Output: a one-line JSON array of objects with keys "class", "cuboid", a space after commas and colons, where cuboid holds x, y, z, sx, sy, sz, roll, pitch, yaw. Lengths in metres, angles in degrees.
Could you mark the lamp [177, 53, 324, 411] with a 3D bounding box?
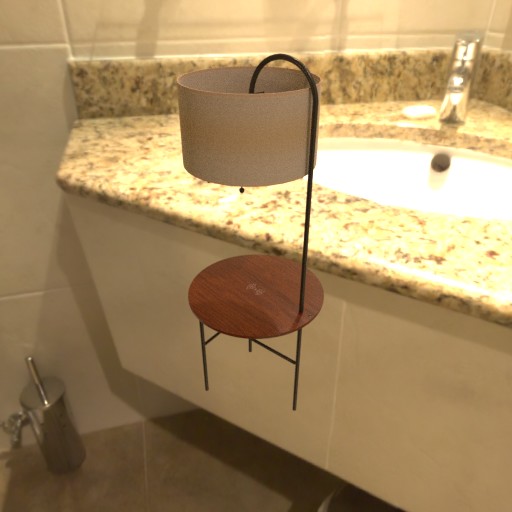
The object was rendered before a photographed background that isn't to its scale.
[{"class": "lamp", "cuboid": [0.000, 0.000, 1.791, 0.573, 1.517, 0.573, 0, 32, 0]}]
